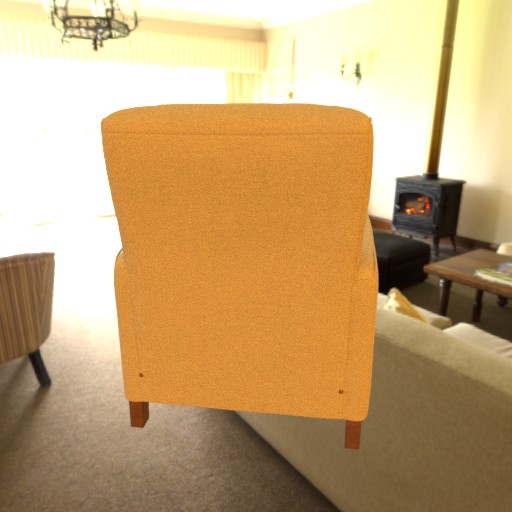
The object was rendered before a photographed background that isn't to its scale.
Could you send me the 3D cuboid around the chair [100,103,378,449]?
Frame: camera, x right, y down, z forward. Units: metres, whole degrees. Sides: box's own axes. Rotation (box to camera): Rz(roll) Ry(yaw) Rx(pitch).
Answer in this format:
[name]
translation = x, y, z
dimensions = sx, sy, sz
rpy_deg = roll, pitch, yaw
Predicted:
[chair]
translation = 0.000, 0.000, 1.601
dimensions = 0.841, 1.023, 0.858
rpy_deg = 2, 17, 8
